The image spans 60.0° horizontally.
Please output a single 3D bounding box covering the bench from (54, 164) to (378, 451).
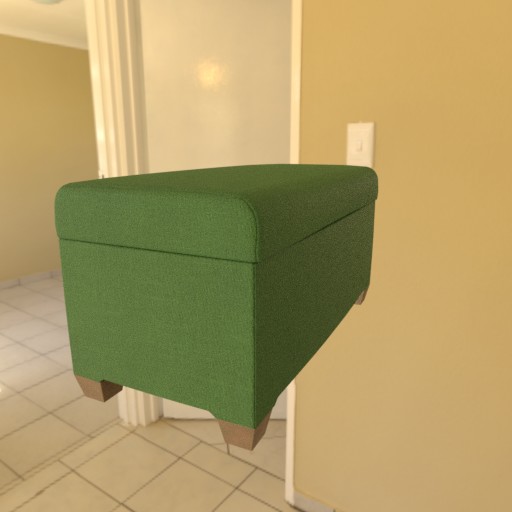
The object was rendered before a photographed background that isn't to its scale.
[{"bbox_3d":[0.000,0.000,1.276,0.505,0.501,0.989,7,16,25],"label":"bench"}]
